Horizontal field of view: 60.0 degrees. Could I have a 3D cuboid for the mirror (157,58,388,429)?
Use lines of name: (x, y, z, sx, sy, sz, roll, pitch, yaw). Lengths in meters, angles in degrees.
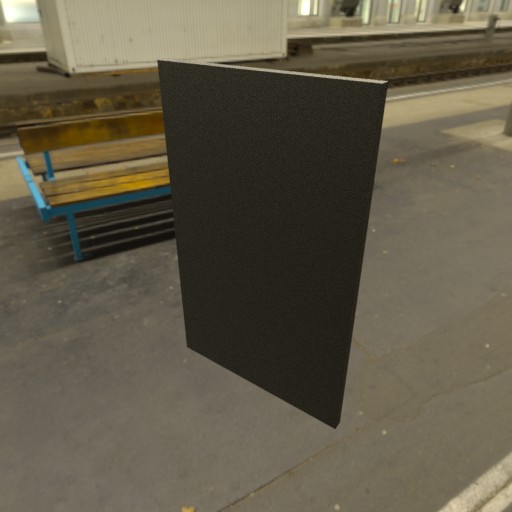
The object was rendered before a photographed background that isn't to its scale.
mirror: (0.000, 0.000, 1.555, 0.762, 1.219, 0.038, 20, 36, 31)
